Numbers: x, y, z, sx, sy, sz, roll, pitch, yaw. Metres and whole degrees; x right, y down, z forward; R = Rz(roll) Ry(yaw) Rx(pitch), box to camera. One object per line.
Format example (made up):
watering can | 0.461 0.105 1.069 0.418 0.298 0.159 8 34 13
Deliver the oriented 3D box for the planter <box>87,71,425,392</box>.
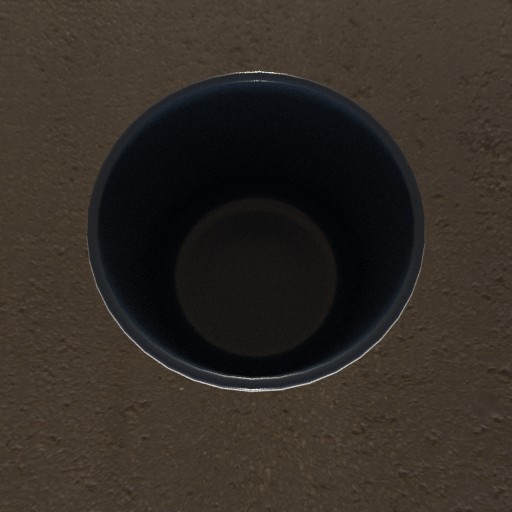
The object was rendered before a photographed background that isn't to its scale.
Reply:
planter | 0.000 0.000 0.275 0.159 0.144 0.159 0 74 0
